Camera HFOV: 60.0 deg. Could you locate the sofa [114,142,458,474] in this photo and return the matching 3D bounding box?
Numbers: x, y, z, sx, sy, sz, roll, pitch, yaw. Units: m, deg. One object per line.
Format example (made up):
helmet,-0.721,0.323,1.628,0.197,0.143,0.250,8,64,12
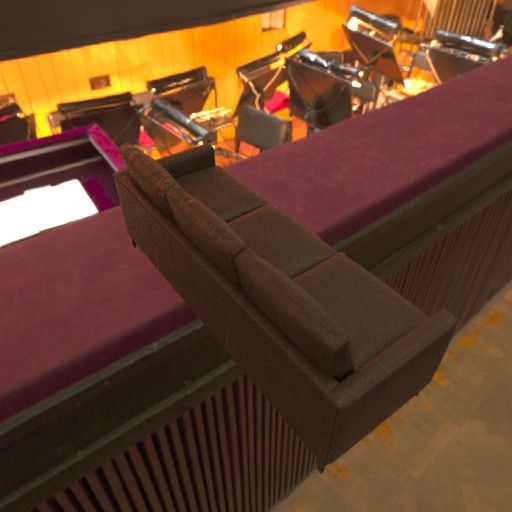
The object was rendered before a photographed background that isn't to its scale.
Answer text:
sofa,0.000,0.000,2.419,0.748,0.805,2.029,-26,47,-27
